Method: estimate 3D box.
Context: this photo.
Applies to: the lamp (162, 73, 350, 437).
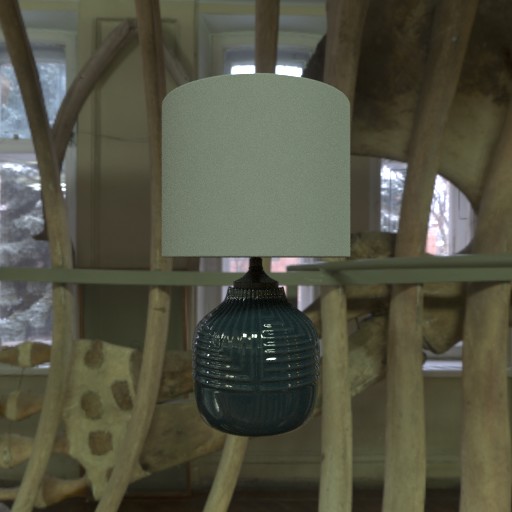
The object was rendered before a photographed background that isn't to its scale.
[{"bbox_3d":[0.000,0.000,0.763,0.318,0.567,0.318,0,0,0],"label":"lamp"}]
